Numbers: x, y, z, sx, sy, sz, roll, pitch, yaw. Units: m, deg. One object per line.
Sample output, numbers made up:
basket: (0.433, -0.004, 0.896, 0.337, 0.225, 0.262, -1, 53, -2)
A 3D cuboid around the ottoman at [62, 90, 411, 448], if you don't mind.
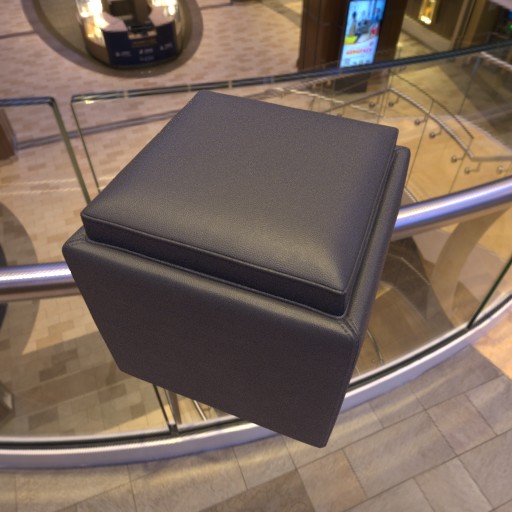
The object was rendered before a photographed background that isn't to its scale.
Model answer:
ottoman: (0.000, 0.000, 0.831, 0.450, 0.460, 0.451, 16, 50, 14)
